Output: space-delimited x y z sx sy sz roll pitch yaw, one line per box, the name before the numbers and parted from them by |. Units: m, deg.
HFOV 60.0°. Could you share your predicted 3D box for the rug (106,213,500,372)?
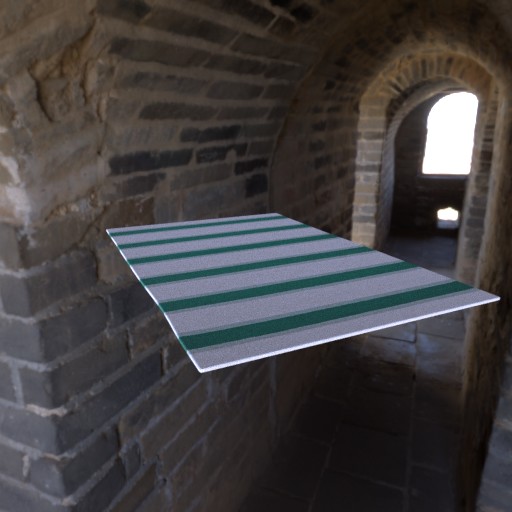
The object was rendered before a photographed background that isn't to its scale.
rug | 0.000 0.000 2.241 1.210 0.012 1.829 -8 18 -24
